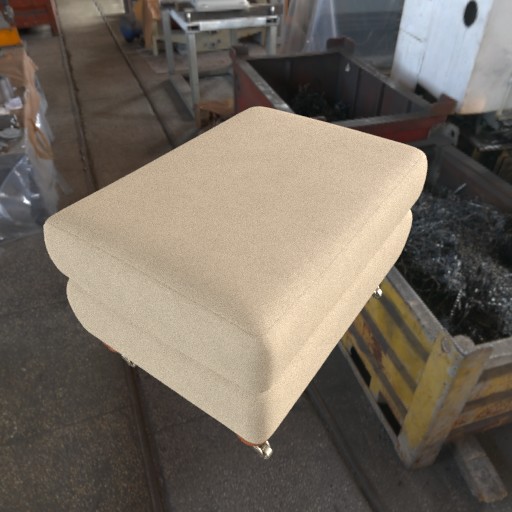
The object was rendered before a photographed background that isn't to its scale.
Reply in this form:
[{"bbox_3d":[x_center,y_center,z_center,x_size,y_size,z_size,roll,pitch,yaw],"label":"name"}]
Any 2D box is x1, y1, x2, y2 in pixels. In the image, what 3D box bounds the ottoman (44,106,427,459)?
[{"bbox_3d":[0.000,0.000,1.131,0.569,0.504,0.773,25,46,26],"label":"ottoman"}]
